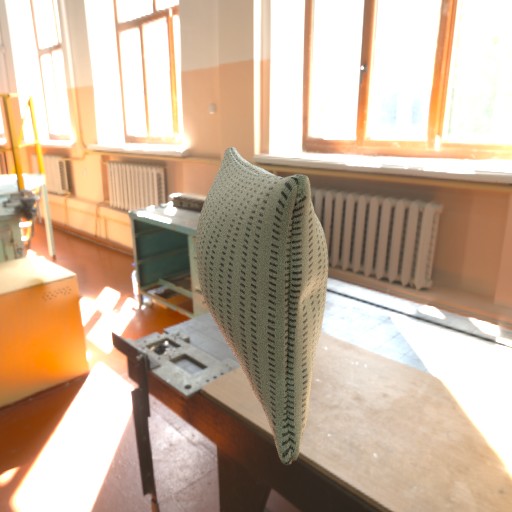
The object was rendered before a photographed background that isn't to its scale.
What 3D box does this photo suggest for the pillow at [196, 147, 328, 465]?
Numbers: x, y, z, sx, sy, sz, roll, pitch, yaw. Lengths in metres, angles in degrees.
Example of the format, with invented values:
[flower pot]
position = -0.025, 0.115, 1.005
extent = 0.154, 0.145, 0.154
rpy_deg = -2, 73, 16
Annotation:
[pillow]
position = 0.000, 0.000, 0.795
extent = 0.210, 0.353, 0.640
rpy_deg = -3, 17, -9
